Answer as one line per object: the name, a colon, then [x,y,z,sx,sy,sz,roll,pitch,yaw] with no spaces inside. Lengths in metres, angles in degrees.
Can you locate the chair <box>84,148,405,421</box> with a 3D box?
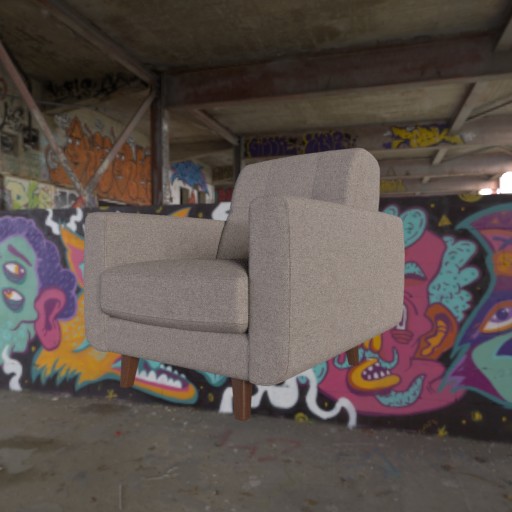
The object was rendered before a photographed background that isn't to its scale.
chair: [0.000,0.000,1.597,0.831,0.839,0.907,0,0,36]
